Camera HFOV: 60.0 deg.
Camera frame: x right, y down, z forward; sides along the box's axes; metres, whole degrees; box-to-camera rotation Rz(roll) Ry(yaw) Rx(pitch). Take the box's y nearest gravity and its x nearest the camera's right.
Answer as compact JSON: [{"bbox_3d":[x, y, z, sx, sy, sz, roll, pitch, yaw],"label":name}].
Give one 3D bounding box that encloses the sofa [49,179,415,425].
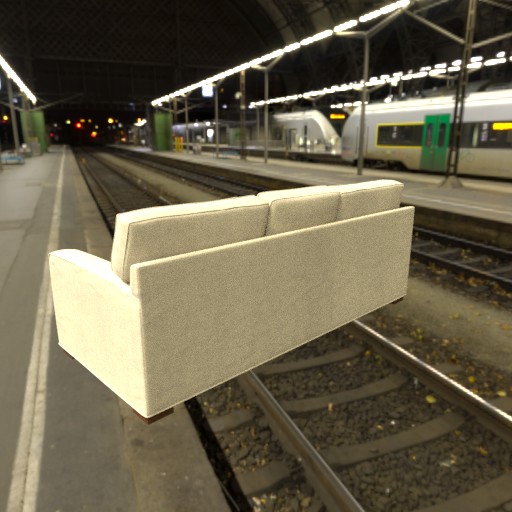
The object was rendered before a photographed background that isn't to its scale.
[{"bbox_3d":[0.000,0.000,2.674,2.093,0.862,0.936,-14,20,-42],"label":"sofa"}]
